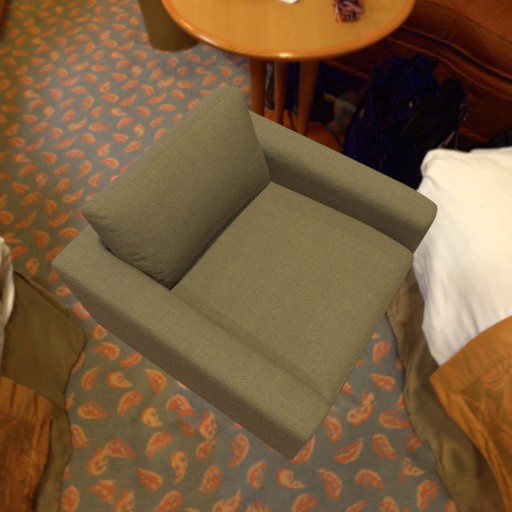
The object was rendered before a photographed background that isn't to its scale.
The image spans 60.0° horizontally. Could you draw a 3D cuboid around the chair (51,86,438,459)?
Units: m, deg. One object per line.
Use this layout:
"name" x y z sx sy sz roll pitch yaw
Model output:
"chair" 0.000 0.000 1.817 1.100 0.847 1.070 30 63 17
